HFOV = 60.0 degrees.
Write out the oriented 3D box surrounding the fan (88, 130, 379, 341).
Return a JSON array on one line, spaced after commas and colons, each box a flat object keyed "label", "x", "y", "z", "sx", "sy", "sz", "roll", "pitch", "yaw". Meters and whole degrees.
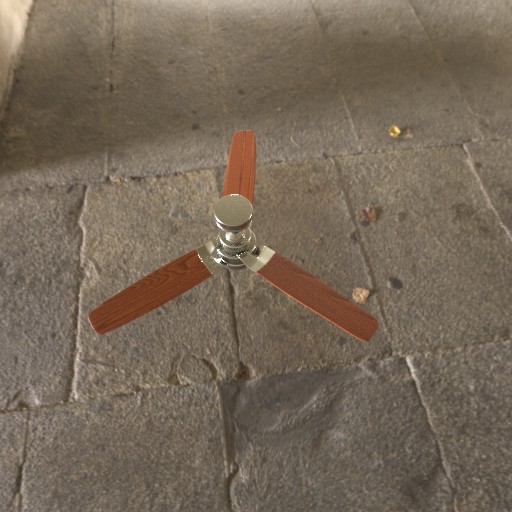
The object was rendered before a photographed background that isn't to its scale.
[{"label": "fan", "x": 0.000, "y": 0.000, "z": 2.090, "sx": 1.271, "sy": 0.410, "sz": 1.416, "roll": 33, "pitch": 65, "yaw": 17}]
